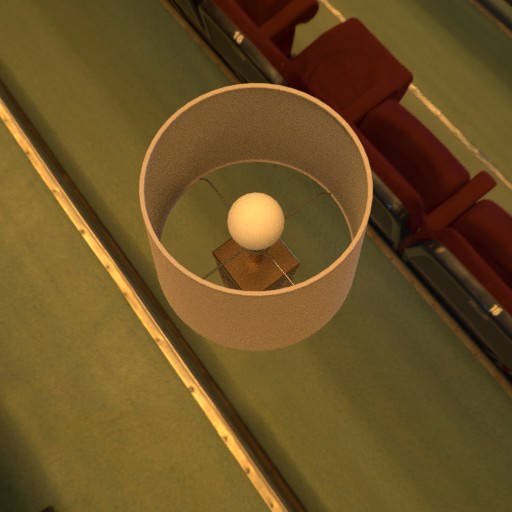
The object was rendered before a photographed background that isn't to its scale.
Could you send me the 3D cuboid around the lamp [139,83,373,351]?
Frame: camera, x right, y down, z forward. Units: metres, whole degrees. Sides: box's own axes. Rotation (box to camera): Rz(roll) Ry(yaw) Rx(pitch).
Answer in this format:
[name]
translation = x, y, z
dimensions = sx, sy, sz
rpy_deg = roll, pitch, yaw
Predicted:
[lamp]
translation = 0.000, 0.000, 0.584
dimensions = 0.251, 0.435, 0.251
rpy_deg = 0, 73, 0
